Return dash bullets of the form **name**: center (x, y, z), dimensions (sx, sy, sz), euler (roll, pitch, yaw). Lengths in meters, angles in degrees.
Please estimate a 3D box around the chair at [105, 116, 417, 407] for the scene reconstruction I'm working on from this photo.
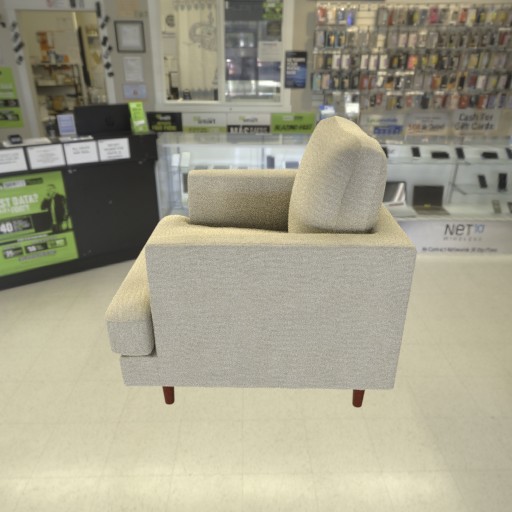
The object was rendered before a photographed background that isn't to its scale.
- **chair**: center (0.000, 0.000, 1.665), dimensions (0.899, 0.957, 0.858), euler (1, 26, 1)
